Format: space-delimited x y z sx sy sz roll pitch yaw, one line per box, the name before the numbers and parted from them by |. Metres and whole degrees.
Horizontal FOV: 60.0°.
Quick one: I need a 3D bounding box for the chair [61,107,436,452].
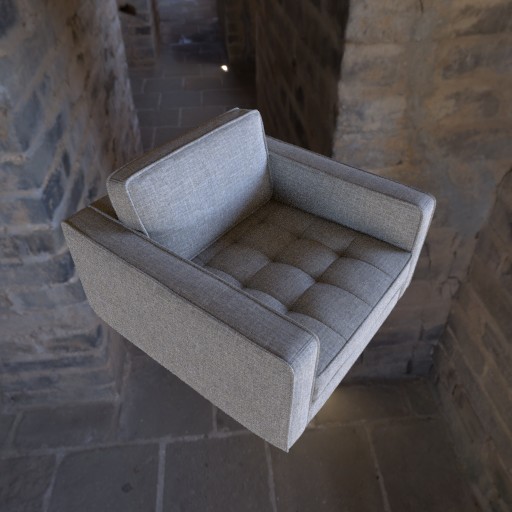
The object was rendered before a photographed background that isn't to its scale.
chair | 0.000 0.000 1.569 0.914 0.765 0.889 27 48 27
